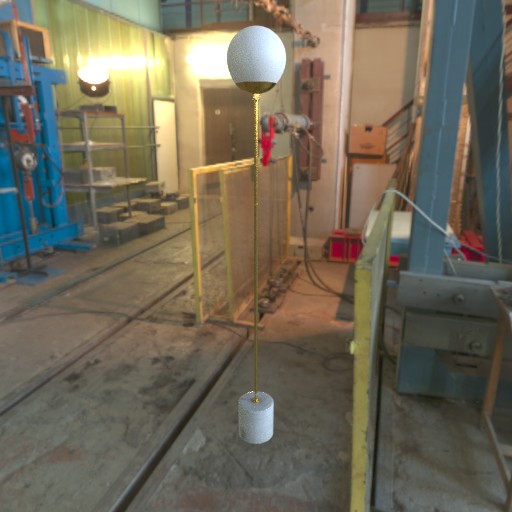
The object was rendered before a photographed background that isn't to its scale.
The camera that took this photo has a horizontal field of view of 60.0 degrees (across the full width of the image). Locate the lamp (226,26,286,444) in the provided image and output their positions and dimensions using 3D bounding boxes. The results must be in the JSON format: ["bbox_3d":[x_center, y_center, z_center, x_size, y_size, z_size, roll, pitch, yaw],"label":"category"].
[{"bbox_3d":[0.000,0.000,1.869,0.224,1.753,0.224,-9,18,-27],"label":"lamp"}]
